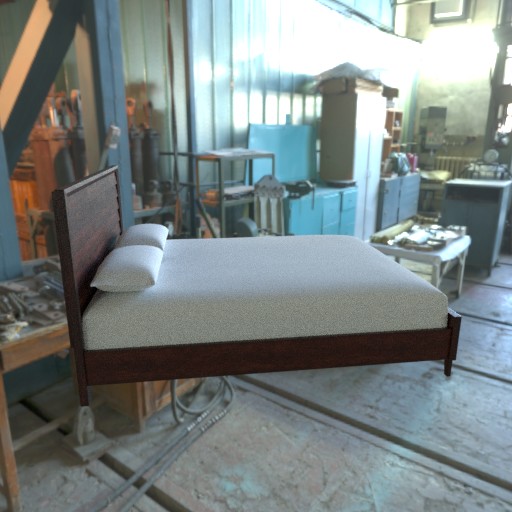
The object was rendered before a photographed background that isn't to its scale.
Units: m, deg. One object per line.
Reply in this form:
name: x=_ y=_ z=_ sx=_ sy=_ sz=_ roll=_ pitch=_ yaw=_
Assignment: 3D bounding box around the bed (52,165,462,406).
bed: x=0.000 y=0.000 z=4.004 sx=2.803 sy=1.492 sz=2.040 roll=-2 pitch=16 yaw=-8
